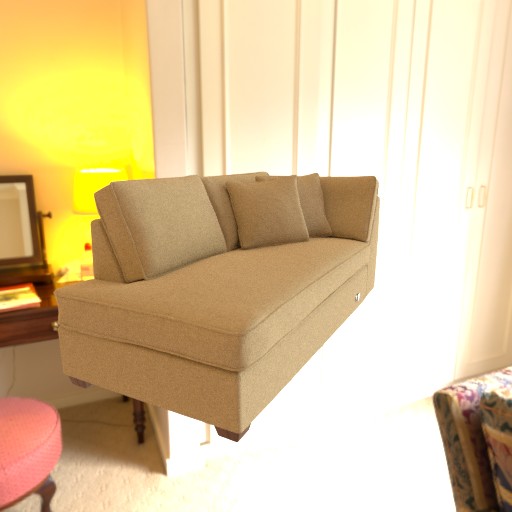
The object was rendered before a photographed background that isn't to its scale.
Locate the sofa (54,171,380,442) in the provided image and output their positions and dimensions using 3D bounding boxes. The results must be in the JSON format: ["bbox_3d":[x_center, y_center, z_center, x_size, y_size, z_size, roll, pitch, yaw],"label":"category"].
[{"bbox_3d":[0.000,0.000,2.855,1.110,1.033,2.237,7,16,28],"label":"sofa"}]
